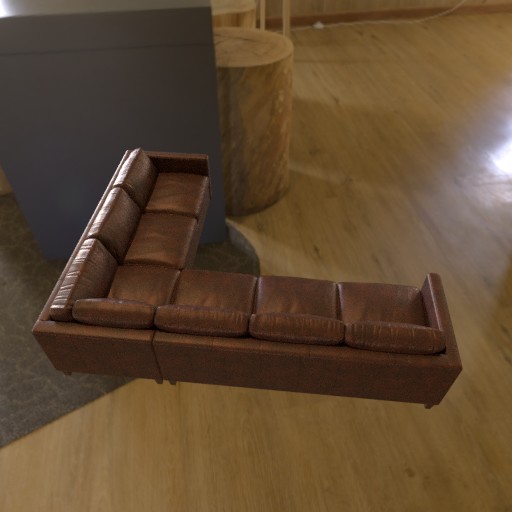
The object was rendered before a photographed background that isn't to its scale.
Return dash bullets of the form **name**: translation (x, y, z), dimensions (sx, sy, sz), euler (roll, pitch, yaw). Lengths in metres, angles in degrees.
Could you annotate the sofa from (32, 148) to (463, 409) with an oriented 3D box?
- **sofa**: translation (0.000, 0.000, 4.219), dimensions (3.152, 0.836, 2.438), euler (4, 47, 4)
